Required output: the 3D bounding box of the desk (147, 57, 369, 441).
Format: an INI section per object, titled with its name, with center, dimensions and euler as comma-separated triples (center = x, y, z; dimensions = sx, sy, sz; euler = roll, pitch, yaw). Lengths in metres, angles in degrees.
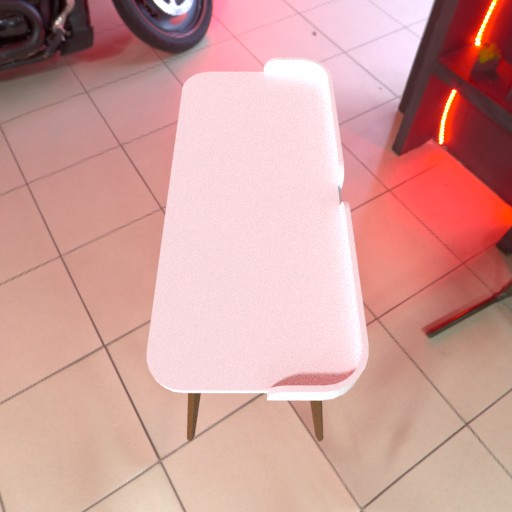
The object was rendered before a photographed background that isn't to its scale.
[desk]
center = 0.000, 0.000, 1.645
dimensions = 0.534, 0.807, 1.206
euler = 0, 58, 0
